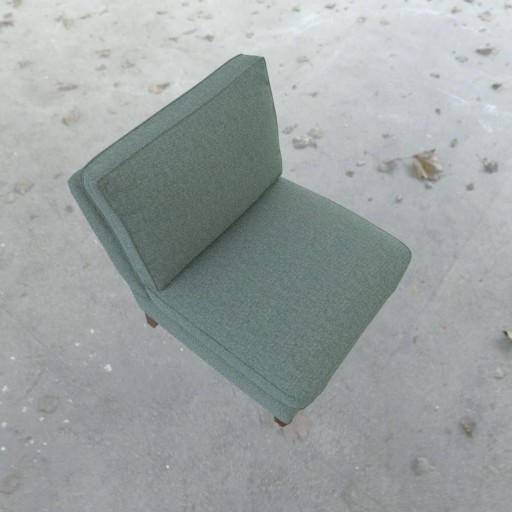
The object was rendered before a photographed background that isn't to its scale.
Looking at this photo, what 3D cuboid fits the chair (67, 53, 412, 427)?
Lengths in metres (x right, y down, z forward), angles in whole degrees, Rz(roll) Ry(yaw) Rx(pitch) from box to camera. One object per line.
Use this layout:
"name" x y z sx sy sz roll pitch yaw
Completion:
"chair" 0.000 0.000 1.392 0.796 0.901 0.624 34 63 20
